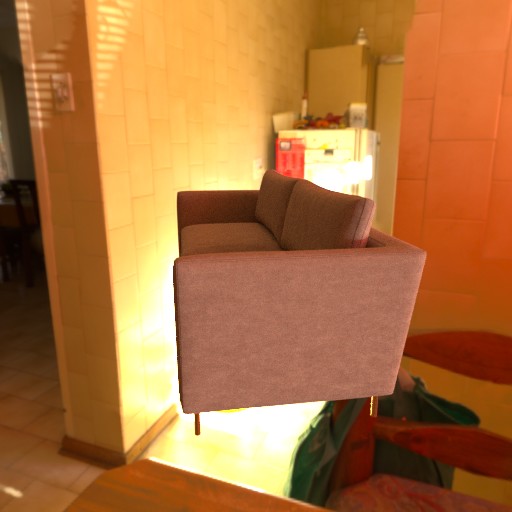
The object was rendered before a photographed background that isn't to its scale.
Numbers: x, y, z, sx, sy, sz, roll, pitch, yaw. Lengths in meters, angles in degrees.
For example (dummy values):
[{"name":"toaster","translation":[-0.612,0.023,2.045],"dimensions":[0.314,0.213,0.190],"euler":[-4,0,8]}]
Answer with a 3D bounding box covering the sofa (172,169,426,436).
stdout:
[{"name":"sofa","translation":[0.000,0.000,2.521],"dimensions":[0.889,0.864,2.121],"euler":[-2,15,-9]}]
